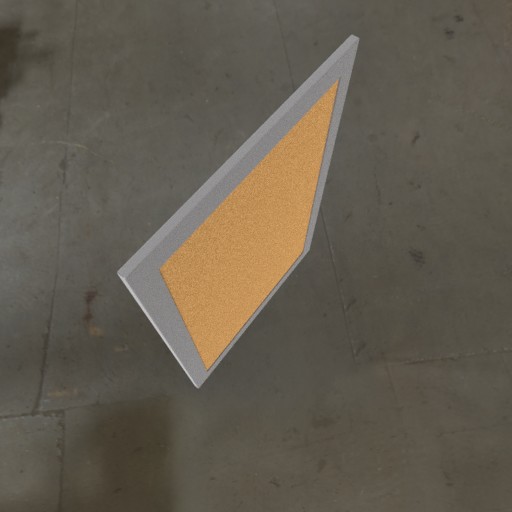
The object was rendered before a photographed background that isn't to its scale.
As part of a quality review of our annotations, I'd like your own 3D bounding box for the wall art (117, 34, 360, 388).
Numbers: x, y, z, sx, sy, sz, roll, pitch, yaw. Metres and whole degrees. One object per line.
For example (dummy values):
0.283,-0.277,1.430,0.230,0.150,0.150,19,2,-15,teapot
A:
0.000,0.000,0.675,0.012,0.529,0.374,34,69,16,wall art
